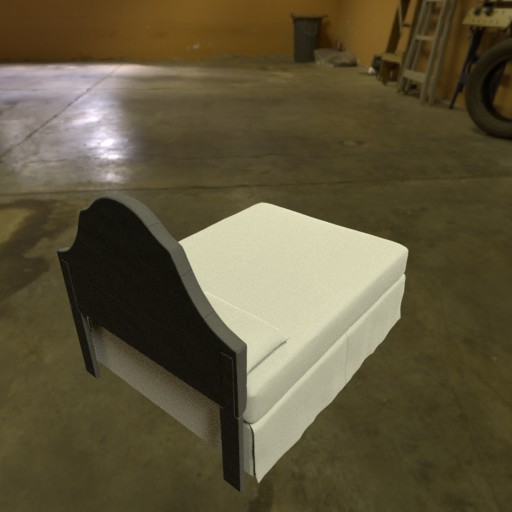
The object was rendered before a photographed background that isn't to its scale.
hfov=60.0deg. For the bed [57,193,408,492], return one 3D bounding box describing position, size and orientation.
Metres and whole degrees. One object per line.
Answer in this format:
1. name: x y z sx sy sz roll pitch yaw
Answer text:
1. bed: 0.000 0.000 3.245 1.636 1.575 2.155 22 36 33
